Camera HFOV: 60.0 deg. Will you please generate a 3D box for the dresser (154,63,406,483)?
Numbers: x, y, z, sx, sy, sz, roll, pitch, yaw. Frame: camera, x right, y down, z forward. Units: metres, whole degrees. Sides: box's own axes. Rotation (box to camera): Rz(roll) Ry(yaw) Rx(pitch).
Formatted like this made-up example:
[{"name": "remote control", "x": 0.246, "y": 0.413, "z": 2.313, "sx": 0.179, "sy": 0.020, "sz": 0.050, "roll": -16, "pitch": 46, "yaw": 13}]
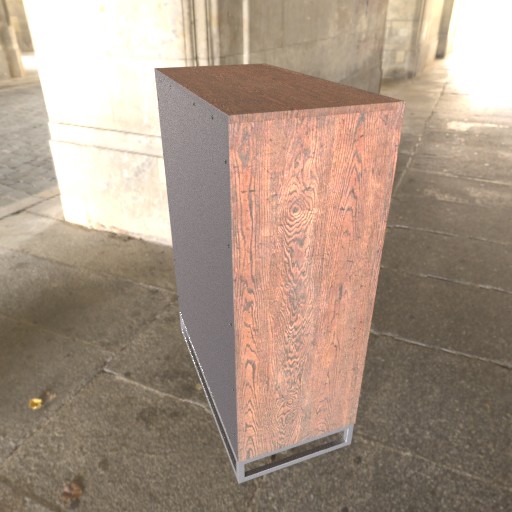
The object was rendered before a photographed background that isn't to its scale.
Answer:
[{"name": "dresser", "x": 0.000, "y": 0.000, "z": 1.781, "sx": 0.508, "sy": 1.321, "sz": 0.965, "roll": -11, "pitch": 31, "yaw": -18}]
